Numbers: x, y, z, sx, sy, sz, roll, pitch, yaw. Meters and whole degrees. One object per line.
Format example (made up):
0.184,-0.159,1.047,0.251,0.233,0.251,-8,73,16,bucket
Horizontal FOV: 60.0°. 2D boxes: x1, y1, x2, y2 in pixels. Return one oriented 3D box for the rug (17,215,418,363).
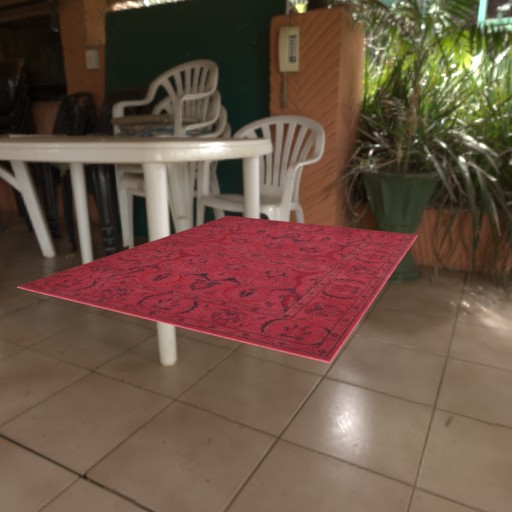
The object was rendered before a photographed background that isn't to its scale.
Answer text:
0.000,0.000,3.881,2.300,0.012,2.929,8,18,26,rug
